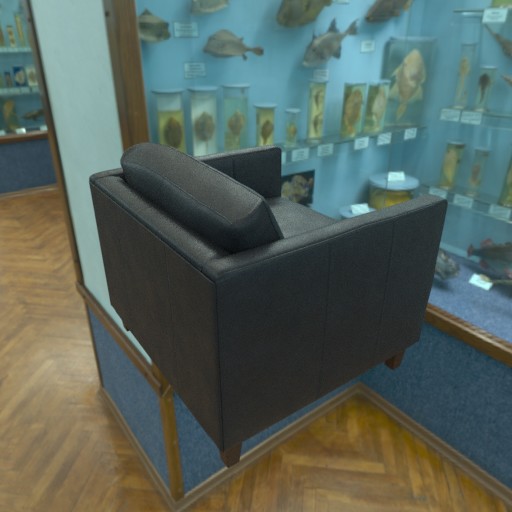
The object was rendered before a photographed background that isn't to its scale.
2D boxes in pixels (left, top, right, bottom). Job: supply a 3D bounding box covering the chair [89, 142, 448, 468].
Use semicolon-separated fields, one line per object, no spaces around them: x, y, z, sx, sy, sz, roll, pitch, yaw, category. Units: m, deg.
0.000;0.000;1.617;0.862;0.811;0.939;-18;32;-31;chair
